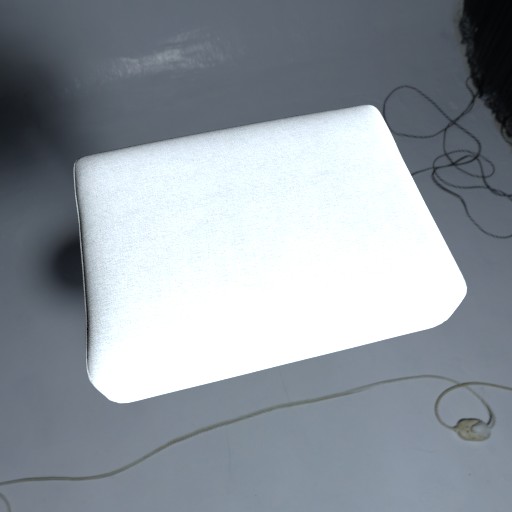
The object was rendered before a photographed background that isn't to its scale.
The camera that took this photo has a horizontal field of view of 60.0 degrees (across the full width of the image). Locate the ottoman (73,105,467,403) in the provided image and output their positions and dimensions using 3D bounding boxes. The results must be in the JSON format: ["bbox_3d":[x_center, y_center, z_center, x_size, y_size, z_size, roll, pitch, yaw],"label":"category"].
[{"bbox_3d":[0.000,0.000,1.066,0.749,0.428,0.549,-12,62,-7],"label":"ottoman"}]
